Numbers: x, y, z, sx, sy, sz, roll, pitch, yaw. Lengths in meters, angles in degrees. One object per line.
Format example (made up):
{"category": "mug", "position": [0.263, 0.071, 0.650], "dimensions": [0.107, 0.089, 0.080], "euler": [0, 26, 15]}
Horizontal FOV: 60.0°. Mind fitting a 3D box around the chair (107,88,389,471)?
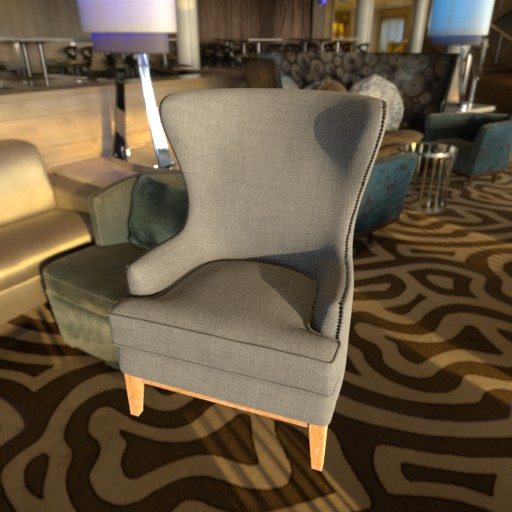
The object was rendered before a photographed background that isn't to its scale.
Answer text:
{"category": "chair", "position": [0.000, 0.000, 1.759], "dimensions": [0.864, 1.176, 0.883], "euler": [9, 27, 18]}
